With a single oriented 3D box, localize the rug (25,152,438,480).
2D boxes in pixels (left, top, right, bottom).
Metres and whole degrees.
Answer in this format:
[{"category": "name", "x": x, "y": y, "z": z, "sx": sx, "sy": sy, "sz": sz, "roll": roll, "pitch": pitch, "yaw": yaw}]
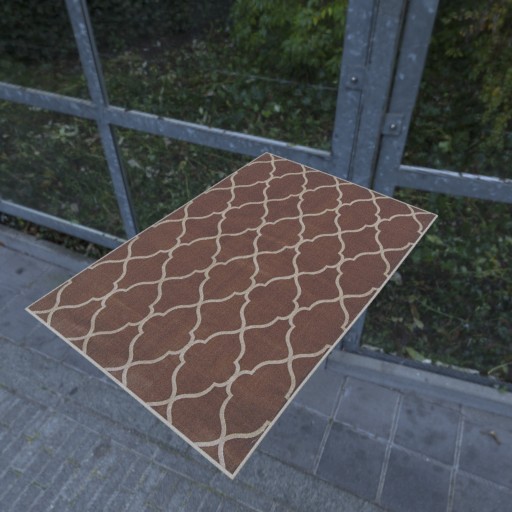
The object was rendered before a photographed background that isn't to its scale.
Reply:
[{"category": "rug", "x": 0.000, "y": 0.000, "z": 2.822, "sx": 1.528, "sy": 0.014, "sz": 2.294, "roll": 27, "pitch": 48, "yaw": 27}]
